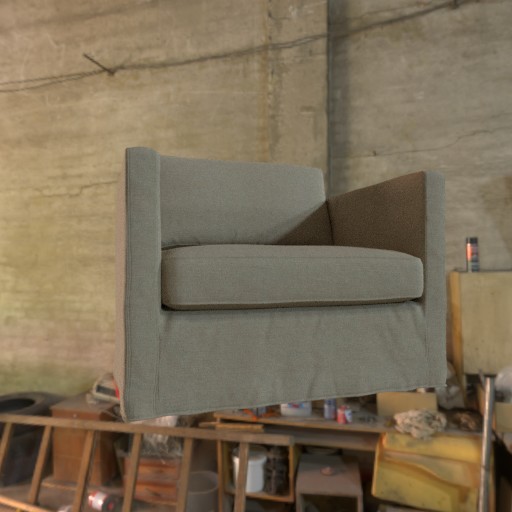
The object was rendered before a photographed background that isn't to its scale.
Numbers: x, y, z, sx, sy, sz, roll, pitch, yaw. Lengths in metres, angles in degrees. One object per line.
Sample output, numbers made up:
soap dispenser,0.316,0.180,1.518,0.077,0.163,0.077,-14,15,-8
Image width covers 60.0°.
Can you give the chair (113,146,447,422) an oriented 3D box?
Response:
chair,0.000,0.000,1.727,1.057,0.863,0.949,0,-1,-19
